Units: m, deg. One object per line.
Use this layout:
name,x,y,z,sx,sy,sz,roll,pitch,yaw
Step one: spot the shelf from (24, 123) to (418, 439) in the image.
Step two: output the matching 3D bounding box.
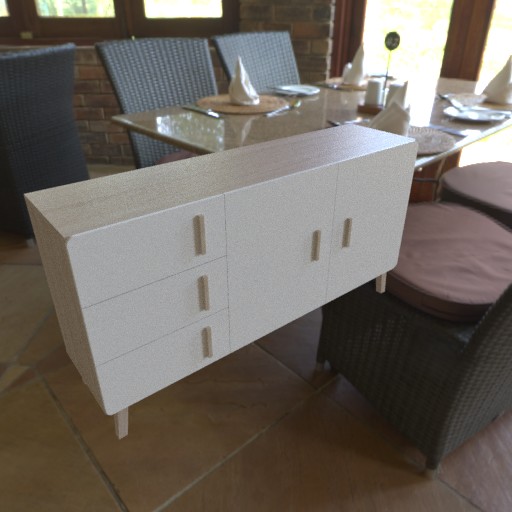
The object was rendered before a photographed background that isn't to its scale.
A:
shelf,0.000,0.000,1.807,1.490,0.780,0.400,-21,36,-33
